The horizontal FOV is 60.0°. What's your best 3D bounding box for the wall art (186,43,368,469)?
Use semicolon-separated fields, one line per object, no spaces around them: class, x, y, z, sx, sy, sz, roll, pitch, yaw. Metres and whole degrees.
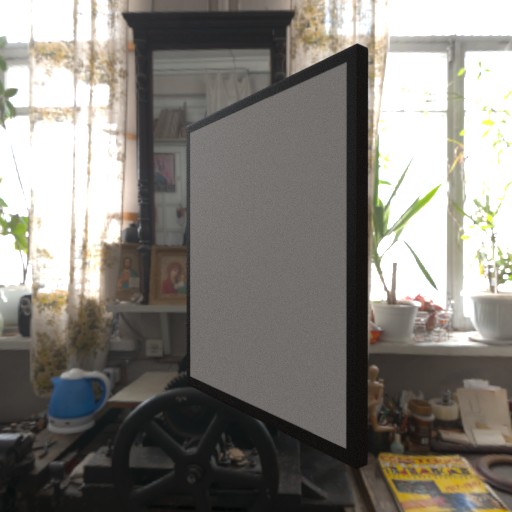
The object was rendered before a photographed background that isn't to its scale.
wall art;0.000;0.000;0.707;0.021;0.509;0.430;0;0;-37
